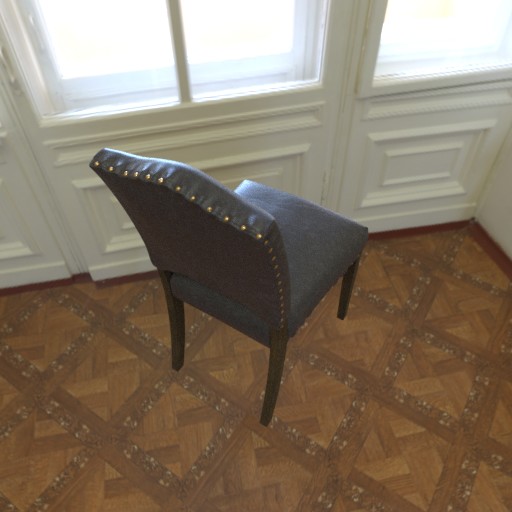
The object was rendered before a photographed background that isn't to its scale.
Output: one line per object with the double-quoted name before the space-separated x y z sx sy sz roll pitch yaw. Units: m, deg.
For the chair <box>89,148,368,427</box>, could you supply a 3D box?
"chair" 0.000 0.000 1.350 0.500 0.991 0.633 25 52 21
